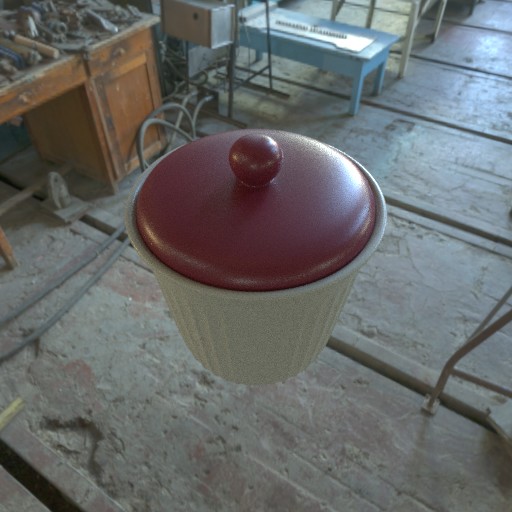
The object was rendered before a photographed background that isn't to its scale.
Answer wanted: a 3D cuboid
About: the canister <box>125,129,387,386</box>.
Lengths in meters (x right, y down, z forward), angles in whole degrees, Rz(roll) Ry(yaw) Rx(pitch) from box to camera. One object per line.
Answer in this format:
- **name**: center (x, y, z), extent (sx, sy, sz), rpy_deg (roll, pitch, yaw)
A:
- **canister**: center (0.000, 0.000, 0.354), extent (0.181, 0.211, 0.181), rpy_deg (0, 46, 0)
